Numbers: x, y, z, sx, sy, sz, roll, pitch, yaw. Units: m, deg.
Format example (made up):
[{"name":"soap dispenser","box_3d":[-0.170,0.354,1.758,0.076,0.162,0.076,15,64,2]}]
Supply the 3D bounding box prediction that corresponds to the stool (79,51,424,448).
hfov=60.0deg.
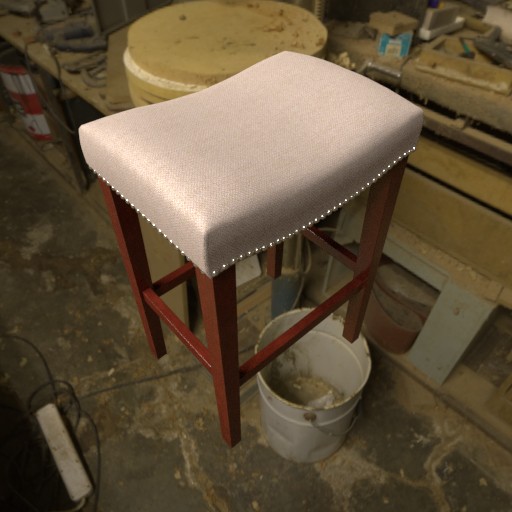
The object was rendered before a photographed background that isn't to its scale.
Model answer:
[{"name":"stool","box_3d":[0.000,0.000,1.015,0.504,0.742,0.372,-32,54,-27]}]
